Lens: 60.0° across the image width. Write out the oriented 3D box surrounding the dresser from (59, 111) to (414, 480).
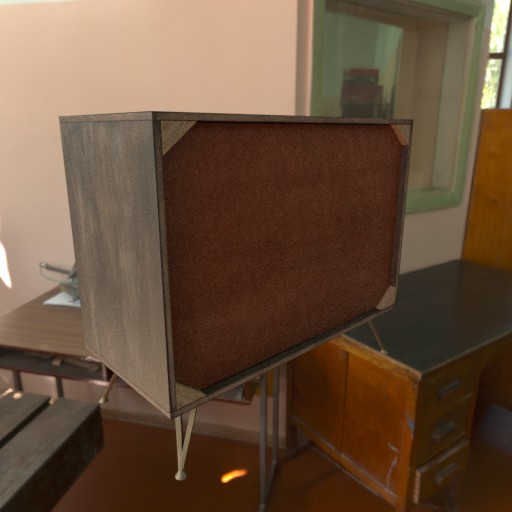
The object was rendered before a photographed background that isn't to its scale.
[{"bbox_3d":[0.000,0.000,1.349,0.923,0.801,0.453,-14,21,-41],"label":"dresser"}]
